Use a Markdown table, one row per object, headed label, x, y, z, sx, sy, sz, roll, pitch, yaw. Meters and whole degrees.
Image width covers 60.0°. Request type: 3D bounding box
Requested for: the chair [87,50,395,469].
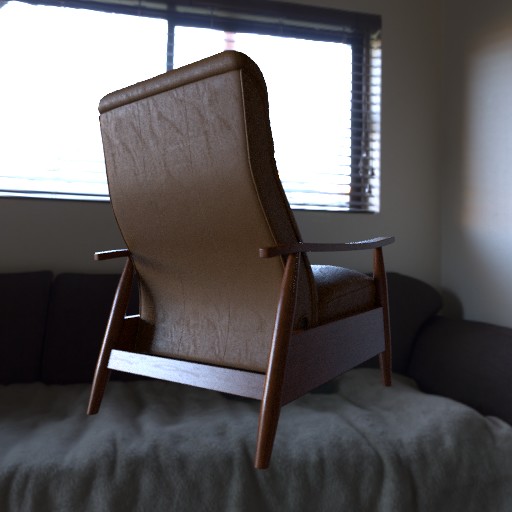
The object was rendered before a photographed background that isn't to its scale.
| label | x | y | z | sx | sy | sz | roll | pitch | yaw |
| --- | --- | --- | --- | --- | --- | --- | --- | --- | --- |
| chair | 0.000 | 0.000 | 1.709 | 0.762 | 1.082 | 1.014 | -1 | -2 | 35 |
